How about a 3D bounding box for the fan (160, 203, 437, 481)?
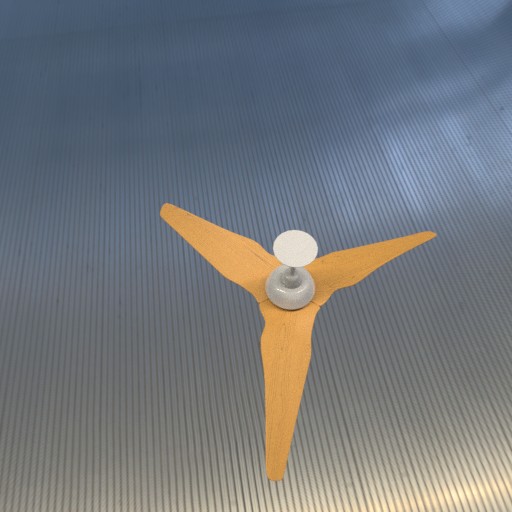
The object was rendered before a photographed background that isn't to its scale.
[{"bbox_3d":[0.000,0.000,1.629,1.010,0.355,1.142,31,63,18],"label":"fan"}]
